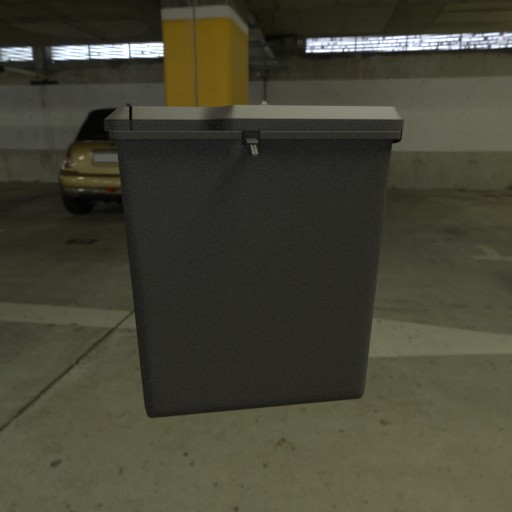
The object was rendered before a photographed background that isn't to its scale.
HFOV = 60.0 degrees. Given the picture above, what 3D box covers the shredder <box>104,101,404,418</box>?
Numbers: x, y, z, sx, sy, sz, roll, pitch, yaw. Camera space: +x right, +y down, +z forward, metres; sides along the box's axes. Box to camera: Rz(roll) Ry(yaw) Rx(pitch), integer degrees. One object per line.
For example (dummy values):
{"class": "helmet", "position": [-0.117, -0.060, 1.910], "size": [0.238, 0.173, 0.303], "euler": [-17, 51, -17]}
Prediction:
{"class": "shredder", "position": [0.000, 0.000, 0.513], "size": [0.320, 0.335, 0.170], "euler": [-2, 15, -9]}
